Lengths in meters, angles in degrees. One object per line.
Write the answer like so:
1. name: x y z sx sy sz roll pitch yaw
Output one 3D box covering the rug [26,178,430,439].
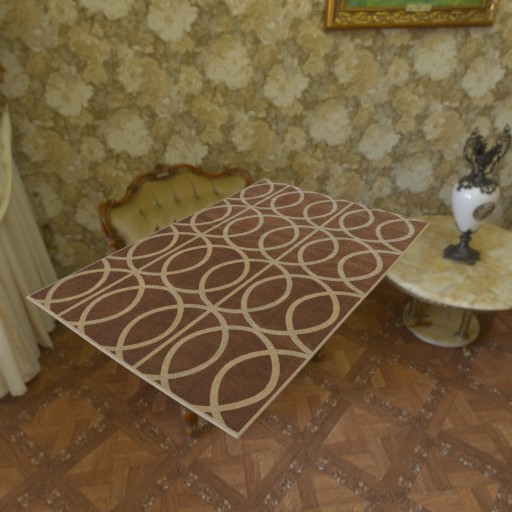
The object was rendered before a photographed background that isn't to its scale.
1. rug: 0.000 0.000 2.869 1.528 0.014 2.294 21 37 31
